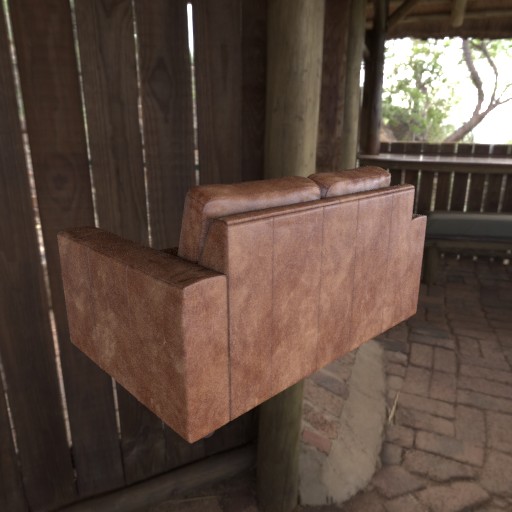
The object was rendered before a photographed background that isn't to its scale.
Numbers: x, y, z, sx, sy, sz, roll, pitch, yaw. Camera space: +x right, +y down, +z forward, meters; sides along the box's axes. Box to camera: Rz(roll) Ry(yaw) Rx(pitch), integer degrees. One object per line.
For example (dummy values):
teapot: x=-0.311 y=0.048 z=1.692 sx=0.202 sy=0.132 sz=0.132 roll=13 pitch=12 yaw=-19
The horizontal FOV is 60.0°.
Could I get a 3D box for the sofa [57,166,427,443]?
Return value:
sofa: x=0.000 y=0.000 z=2.300 sx=1.626 sy=0.889 sz=1.041 roll=-15 pitch=23 yaw=-41
